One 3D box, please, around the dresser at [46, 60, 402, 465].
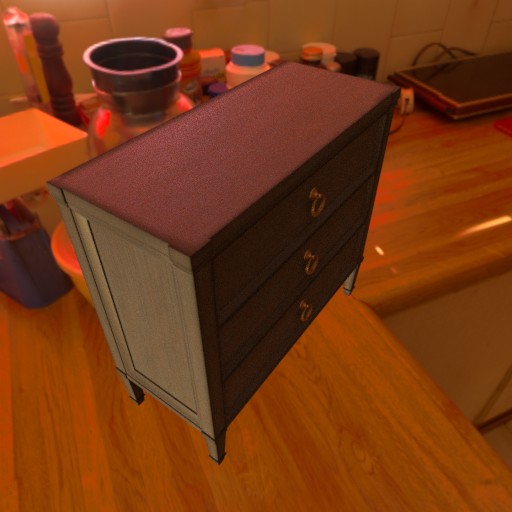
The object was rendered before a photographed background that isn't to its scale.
[{"bbox_3d":[0.000,0.000,1.587,0.463,0.986,1.049,26,48,26],"label":"dresser"}]
